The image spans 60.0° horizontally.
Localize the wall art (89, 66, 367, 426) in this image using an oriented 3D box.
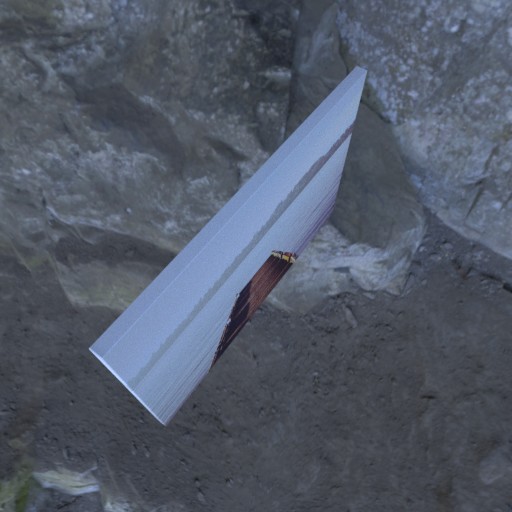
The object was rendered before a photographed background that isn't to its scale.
[{"bbox_3d":[0.000,0.000,1.491,0.040,0.765,1.149,32,64,17],"label":"wall art"}]
